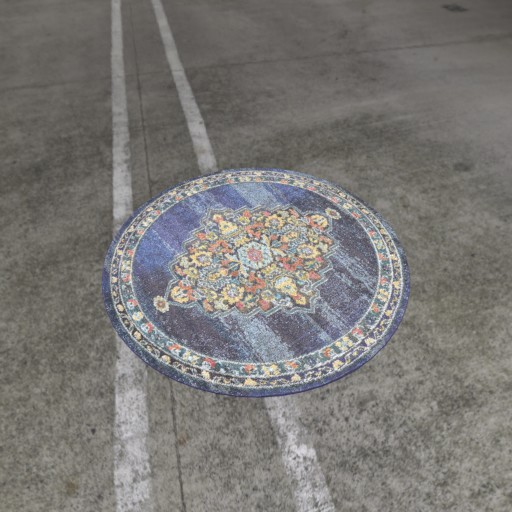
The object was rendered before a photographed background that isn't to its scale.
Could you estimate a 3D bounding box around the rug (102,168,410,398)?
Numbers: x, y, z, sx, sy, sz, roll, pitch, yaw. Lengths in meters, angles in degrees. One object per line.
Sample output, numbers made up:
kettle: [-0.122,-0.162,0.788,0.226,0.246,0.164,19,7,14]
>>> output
rug: [0.000,0.000,2.352,1.591,0.010,1.591,0,46,0]
